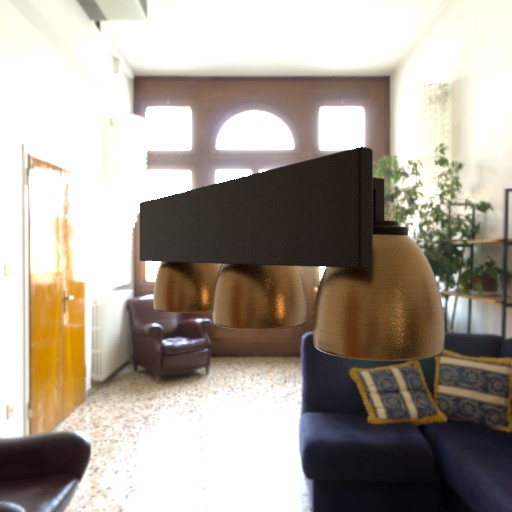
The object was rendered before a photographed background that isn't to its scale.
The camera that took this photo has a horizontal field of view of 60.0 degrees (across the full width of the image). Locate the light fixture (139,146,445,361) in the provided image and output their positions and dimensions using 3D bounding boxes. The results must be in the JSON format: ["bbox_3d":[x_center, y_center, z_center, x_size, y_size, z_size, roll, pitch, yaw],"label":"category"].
[{"bbox_3d":[0.000,0.000,0.671,0.157,0.204,0.582,0,0,-36],"label":"light fixture"}]
